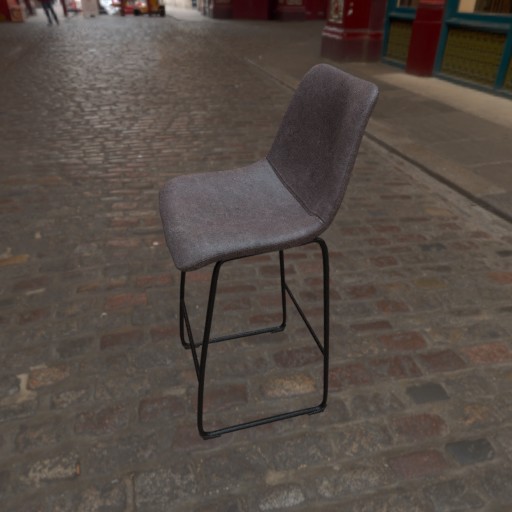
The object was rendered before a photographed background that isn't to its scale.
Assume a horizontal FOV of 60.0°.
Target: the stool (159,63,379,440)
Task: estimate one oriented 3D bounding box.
[{"bbox_3d":[0.000,0.000,1.423,0.561,1.082,0.514,-8,33,-13],"label":"stool"}]
